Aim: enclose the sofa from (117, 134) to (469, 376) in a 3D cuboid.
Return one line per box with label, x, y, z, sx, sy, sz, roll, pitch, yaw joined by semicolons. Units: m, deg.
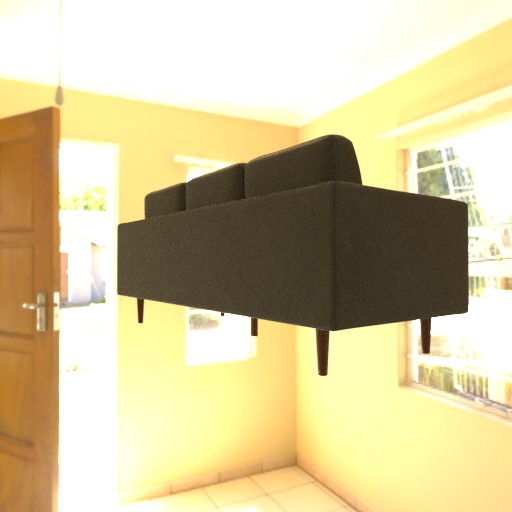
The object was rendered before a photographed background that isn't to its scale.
sofa;0.000;0.000;2.493;0.879;0.899;2.029;1;-1;-37
